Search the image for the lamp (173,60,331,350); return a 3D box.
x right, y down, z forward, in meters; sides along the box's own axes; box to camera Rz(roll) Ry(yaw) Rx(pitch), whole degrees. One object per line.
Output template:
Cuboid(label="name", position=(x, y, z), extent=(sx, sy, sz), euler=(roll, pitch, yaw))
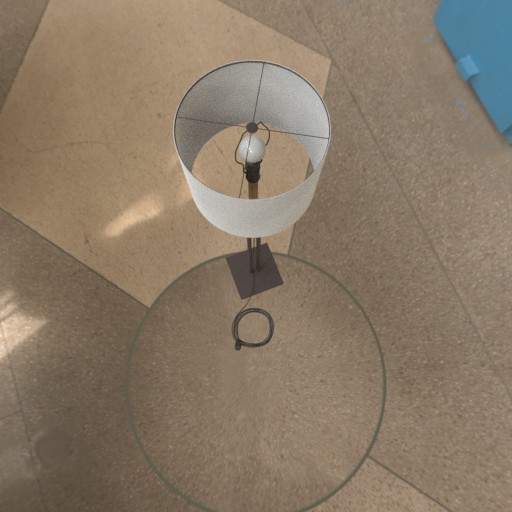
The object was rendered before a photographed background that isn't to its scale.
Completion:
Cuboid(label="lamp", position=(0.000, 0.000, 1.902), extent=(0.474, 1.650, 0.639), euler=(-20, 76, -5))
